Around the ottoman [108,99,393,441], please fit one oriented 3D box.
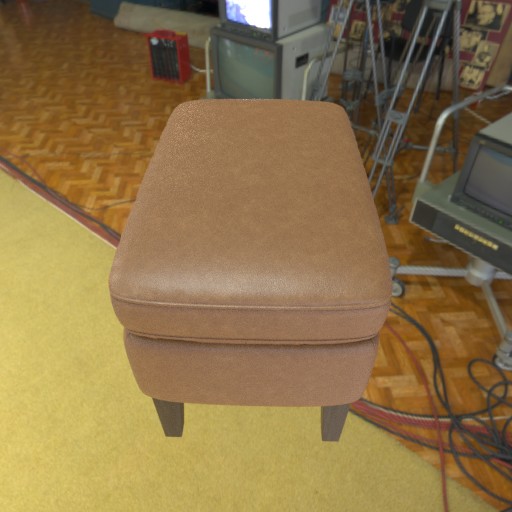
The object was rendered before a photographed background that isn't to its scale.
[{"bbox_3d":[0.000,0.000,0.968,0.420,0.480,0.670,1,42,1],"label":"ottoman"}]
